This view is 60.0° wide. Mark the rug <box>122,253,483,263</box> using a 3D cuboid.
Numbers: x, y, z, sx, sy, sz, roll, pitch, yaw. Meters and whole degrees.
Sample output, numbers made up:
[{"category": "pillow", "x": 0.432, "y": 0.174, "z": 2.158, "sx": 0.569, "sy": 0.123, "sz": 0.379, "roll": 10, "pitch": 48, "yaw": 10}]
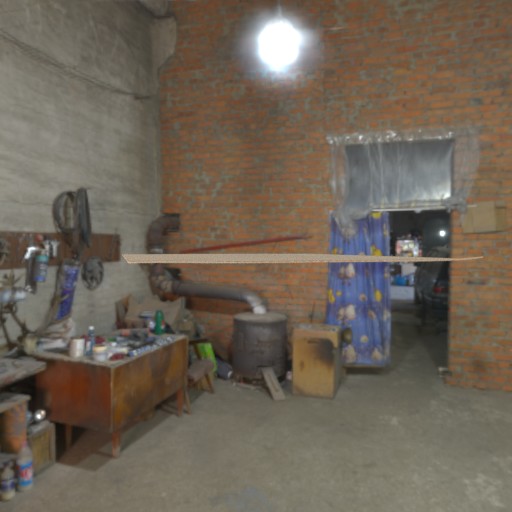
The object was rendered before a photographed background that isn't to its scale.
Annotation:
[{"category": "rug", "x": 0.000, "y": 0.000, "z": 3.990, "sx": 2.277, "sy": 0.035, "sz": 2.897, "roll": 0, "pitch": 1, "yaw": -17}]
